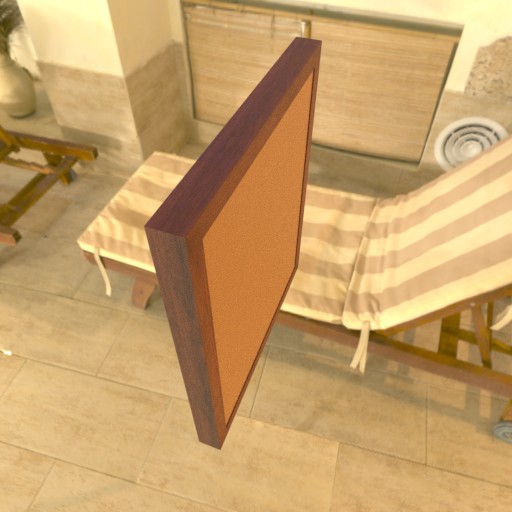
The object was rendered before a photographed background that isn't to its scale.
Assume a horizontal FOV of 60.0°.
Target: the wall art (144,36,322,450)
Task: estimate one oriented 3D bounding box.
[{"bbox_3d":[0.000,0.000,0.530,0.030,0.381,0.330,16,49,14],"label":"wall art"}]
